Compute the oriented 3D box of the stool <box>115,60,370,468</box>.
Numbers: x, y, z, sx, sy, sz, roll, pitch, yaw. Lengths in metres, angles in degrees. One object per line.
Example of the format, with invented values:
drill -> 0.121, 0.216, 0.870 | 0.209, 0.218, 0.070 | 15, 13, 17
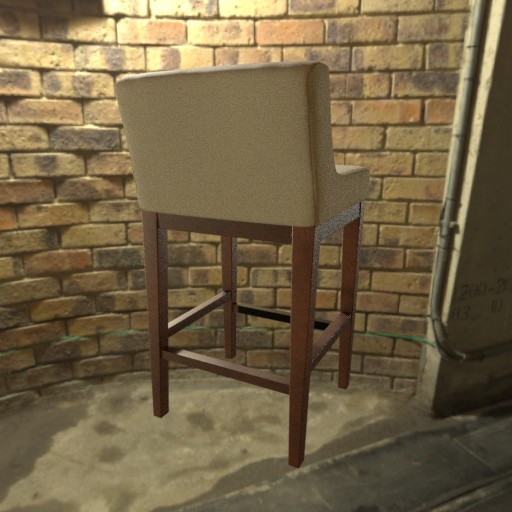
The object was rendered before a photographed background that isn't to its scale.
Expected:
stool -> 0.000, 0.000, 1.242 | 0.511, 0.937, 0.500 | 8, 17, 27
